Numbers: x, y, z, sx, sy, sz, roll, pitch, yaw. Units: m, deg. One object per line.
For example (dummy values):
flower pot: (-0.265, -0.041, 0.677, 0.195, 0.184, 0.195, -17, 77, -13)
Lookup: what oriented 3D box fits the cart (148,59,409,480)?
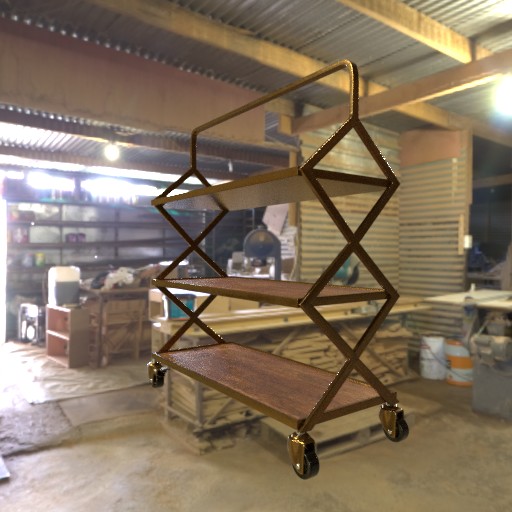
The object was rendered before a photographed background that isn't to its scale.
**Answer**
cart: (0.000, 0.000, 1.158, 0.313, 0.805, 0.723, -1, 1, -36)
